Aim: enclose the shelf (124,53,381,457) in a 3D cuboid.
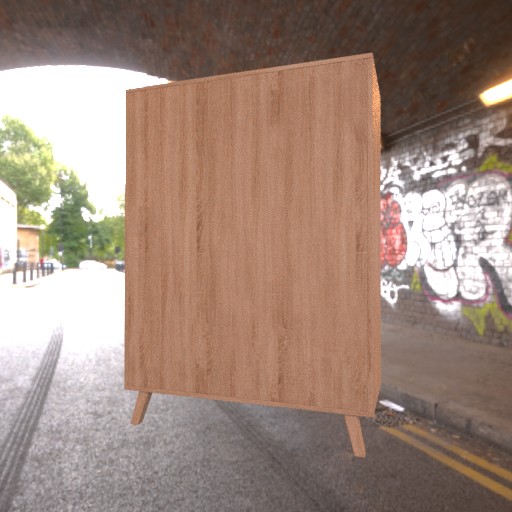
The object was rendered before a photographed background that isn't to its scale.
[{"bbox_3d":[0.000,0.000,1.890,1.000,1.390,0.450,0,0,19],"label":"shelf"}]
